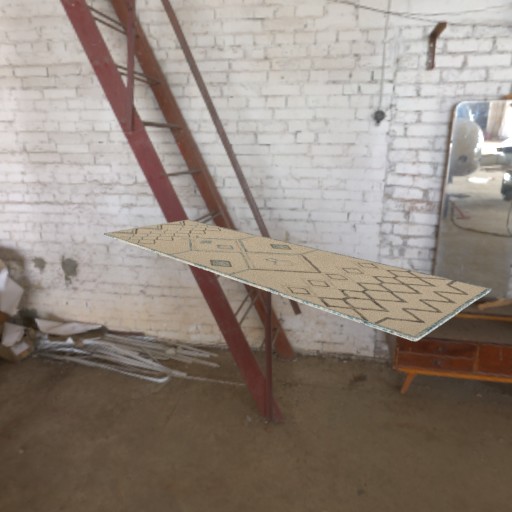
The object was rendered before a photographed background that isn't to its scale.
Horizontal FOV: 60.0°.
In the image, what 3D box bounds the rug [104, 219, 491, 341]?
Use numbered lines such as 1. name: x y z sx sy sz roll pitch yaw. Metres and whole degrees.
1. rug: 0.000 0.000 2.695 0.770 0.013 2.434 -15 21 -42
